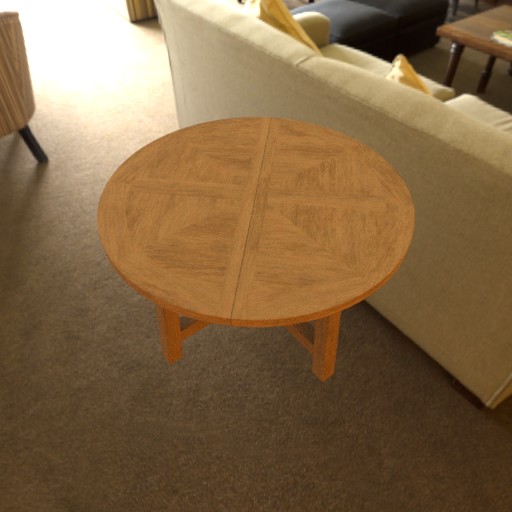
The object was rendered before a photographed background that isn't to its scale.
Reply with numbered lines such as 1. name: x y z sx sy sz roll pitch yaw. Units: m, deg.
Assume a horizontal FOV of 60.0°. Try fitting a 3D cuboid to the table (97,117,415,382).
1. table: 0.000 0.000 2.166 1.319 0.762 1.319 0 46 0
